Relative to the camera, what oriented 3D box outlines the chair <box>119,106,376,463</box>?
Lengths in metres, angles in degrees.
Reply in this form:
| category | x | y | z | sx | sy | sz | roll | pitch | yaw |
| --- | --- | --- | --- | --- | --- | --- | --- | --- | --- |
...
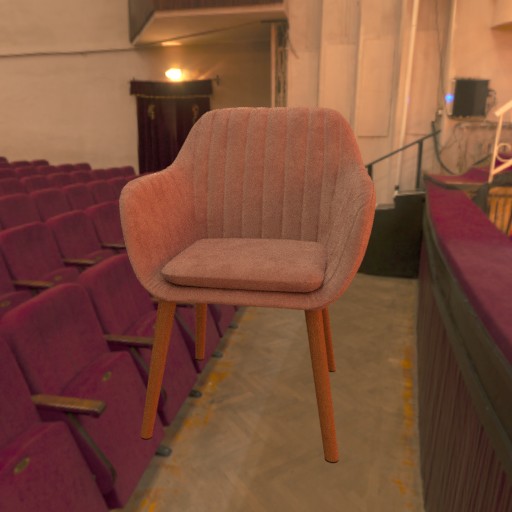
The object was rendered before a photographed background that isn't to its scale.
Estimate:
| category | x | y | z | sx | sy | sz | roll | pitch | yaw |
| --- | --- | --- | --- | --- | --- | --- | --- | --- | --- |
| chair | 0.000 | 0.000 | 1.237 | 0.610 | 0.832 | 0.570 | 3 | 14 | 10 |
